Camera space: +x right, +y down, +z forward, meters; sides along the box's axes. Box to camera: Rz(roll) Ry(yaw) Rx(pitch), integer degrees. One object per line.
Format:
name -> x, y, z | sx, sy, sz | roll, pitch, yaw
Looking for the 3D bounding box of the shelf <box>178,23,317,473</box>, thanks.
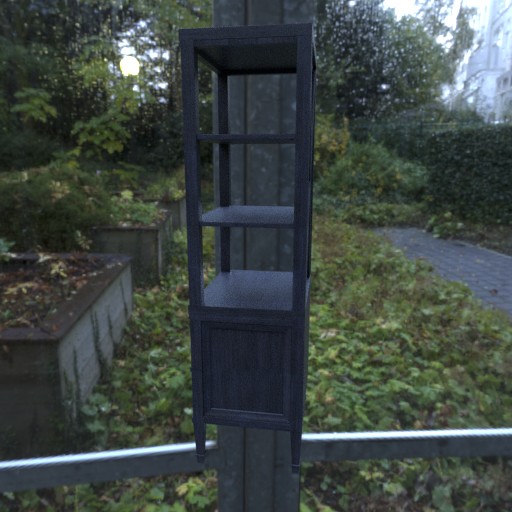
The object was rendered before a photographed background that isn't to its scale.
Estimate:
shelf -> 0.000, 0.000, 1.972 | 0.472, 1.727, 0.584 | 2, 13, 9
